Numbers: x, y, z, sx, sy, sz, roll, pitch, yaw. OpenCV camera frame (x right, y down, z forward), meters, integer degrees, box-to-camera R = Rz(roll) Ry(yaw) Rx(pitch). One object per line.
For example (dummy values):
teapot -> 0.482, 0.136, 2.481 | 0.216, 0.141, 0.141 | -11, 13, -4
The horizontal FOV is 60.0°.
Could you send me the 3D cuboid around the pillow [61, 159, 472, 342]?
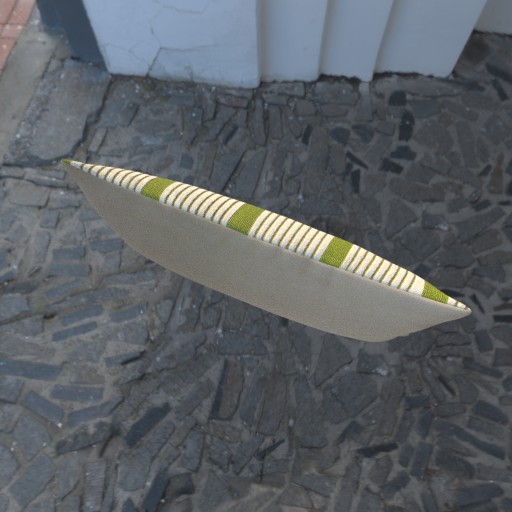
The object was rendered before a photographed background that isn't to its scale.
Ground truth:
pillow -> 0.000, 0.000, 0.744 | 0.608, 0.292, 0.156 | 21, 66, 10
